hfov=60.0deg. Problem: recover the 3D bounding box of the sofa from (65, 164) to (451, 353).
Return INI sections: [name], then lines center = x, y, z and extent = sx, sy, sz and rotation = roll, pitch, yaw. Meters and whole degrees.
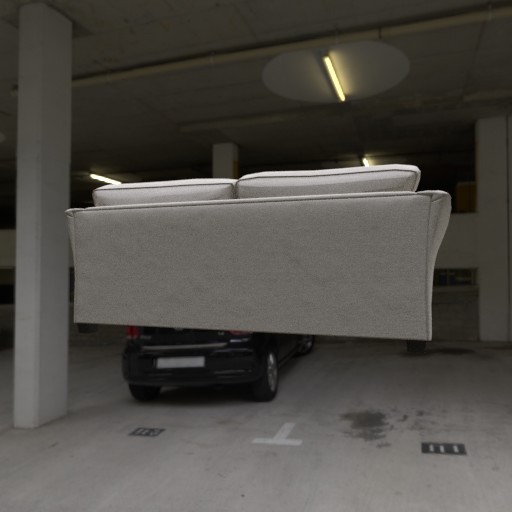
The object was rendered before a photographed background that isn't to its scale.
[sofa]
center = 0.000, 0.000, 2.881
extent = 2.270, 0.965, 0.980
rotation = 0, -1, 19
